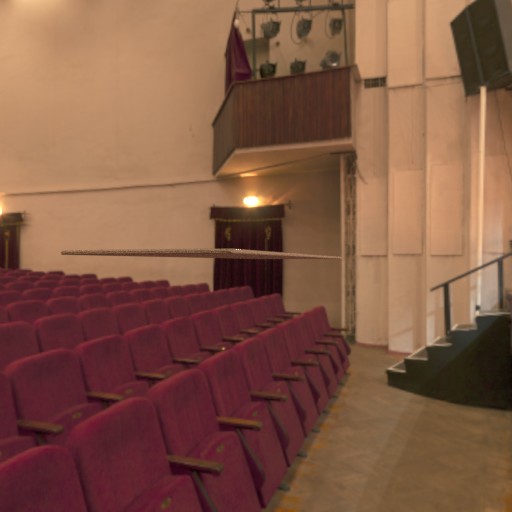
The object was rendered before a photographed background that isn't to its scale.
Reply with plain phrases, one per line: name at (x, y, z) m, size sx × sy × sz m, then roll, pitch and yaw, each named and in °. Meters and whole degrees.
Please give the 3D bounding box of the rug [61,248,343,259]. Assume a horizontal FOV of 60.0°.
rug at (0.000, 0.000, 2.532) m, size 0.659 × 0.019 × 2.297 m, roll 0°, pitch -1°, yaw 19°
